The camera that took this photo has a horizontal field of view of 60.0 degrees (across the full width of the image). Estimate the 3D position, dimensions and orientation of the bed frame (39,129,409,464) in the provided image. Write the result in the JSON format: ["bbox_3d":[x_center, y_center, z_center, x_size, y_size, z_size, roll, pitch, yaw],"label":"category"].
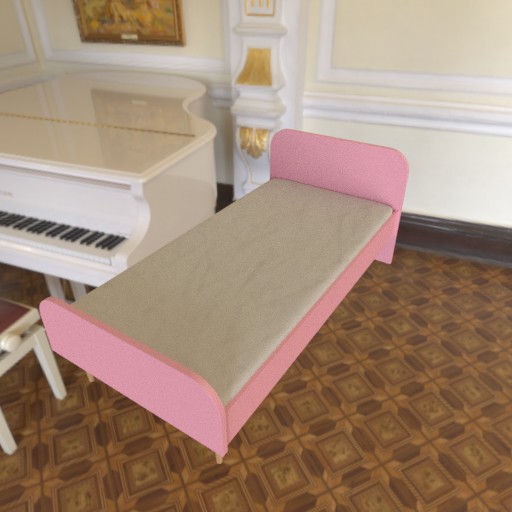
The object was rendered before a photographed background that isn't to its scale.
[{"bbox_3d":[0.000,0.000,2.447,0.998,0.805,1.963,19,37,28],"label":"bed frame"}]
